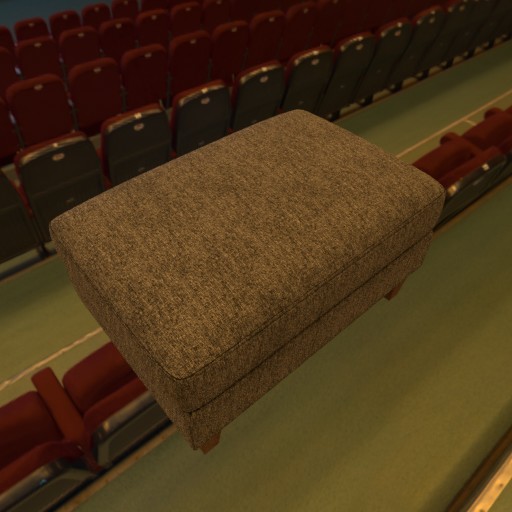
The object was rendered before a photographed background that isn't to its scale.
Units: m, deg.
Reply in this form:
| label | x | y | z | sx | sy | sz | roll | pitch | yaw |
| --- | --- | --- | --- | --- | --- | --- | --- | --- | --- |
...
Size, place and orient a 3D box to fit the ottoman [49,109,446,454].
| label | x | y | z | sx | sy | sz | roll | pitch | yaw |
| --- | --- | --- | --- | --- | --- | --- | --- | --- | --- |
| ottoman | 0.000 | 0.000 | 1.218 | 0.864 | 0.483 | 0.584 | -32 | 54 | -27 |
